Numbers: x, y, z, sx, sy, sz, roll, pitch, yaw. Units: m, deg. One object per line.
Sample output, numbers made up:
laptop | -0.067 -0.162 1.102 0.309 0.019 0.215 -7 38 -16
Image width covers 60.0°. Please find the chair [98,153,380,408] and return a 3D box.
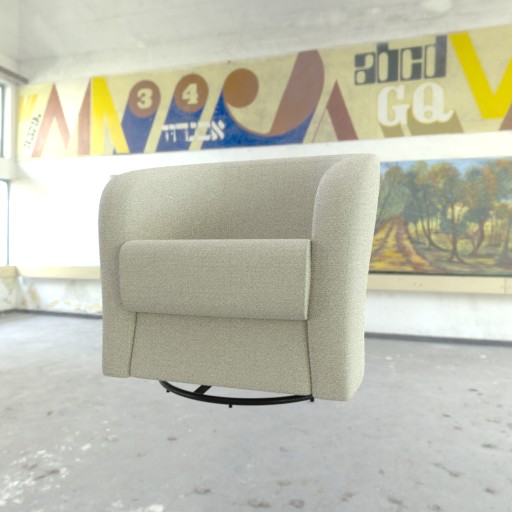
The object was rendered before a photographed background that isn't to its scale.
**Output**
chair | 0.000 0.000 1.458 0.791 0.771 0.815 0 1 18
